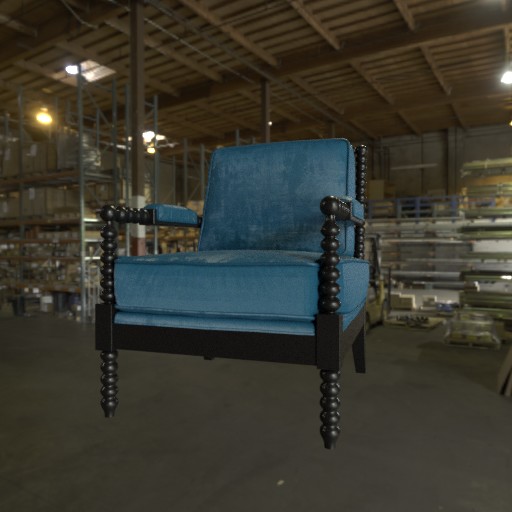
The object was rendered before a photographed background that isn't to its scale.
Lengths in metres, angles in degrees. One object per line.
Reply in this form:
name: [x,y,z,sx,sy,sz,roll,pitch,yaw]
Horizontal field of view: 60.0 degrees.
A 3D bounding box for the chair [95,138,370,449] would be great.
chair: [0.000,0.000,1.431,0.688,0.857,0.805,0,1,19]
